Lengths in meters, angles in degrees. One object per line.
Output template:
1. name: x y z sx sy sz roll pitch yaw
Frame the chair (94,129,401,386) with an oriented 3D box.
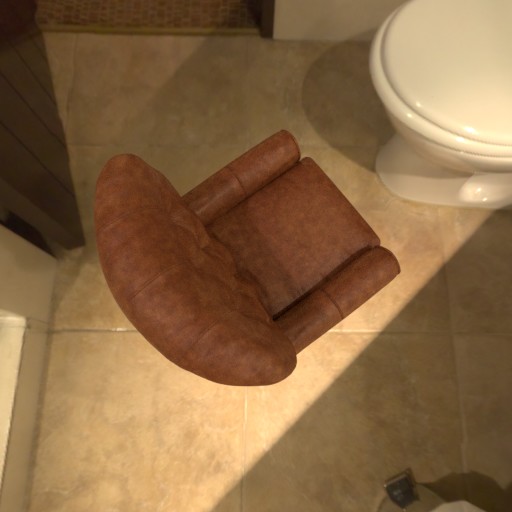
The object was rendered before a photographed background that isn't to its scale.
1. chair: 0.000 0.000 1.959 1.059 1.164 0.951 -35 78 -9
